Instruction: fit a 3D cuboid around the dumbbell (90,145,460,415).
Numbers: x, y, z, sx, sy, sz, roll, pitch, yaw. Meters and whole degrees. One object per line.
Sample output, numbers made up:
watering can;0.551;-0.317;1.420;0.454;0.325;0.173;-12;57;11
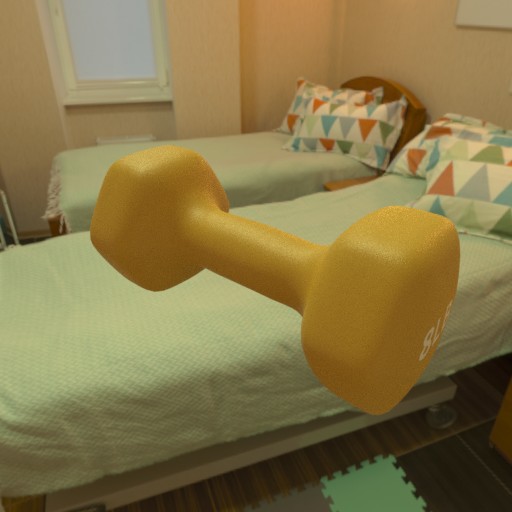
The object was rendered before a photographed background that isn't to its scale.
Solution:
dumbbell;0.000;0.000;0.231;0.190;0.082;0.090;22;37;34
